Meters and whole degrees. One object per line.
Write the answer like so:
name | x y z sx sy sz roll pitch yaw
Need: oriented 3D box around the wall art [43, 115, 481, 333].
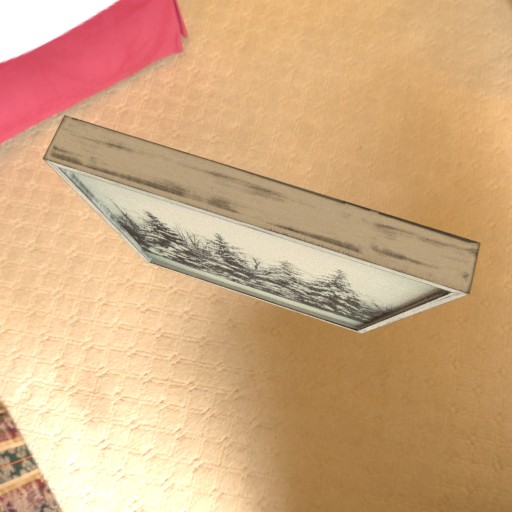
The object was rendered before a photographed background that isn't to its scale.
wall art | 0.000 0.000 0.449 0.303 0.303 0.036 18 76 5
